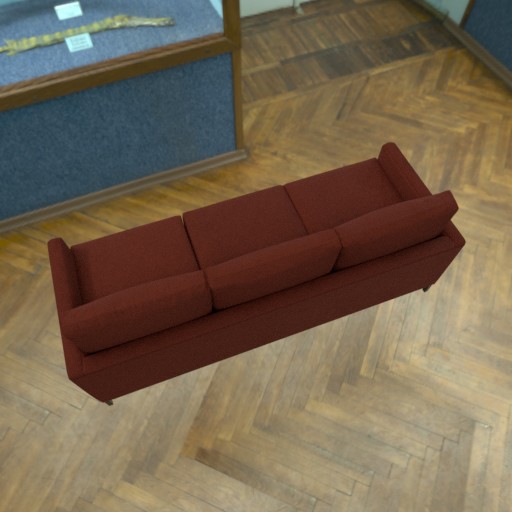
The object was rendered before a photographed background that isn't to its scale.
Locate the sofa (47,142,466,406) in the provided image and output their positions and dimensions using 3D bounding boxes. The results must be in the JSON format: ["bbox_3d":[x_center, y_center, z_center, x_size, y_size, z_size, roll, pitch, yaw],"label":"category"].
[{"bbox_3d":[0.000,0.000,2.658,2.252,0.879,0.875,-18,61,-10],"label":"sofa"}]
